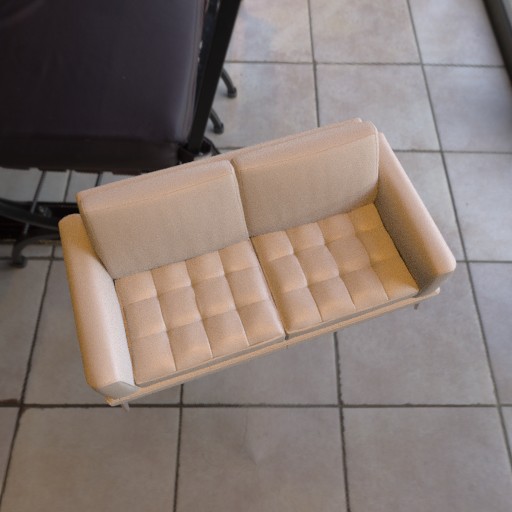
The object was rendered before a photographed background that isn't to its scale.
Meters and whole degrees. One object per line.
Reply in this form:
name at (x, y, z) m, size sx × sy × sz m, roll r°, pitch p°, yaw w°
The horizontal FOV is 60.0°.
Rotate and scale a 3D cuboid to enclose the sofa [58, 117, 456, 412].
sofa at (0.000, 0.000, 2.722) m, size 2.177 × 0.930 × 1.121 m, roll -17°, pitch 66°, yaw -8°
